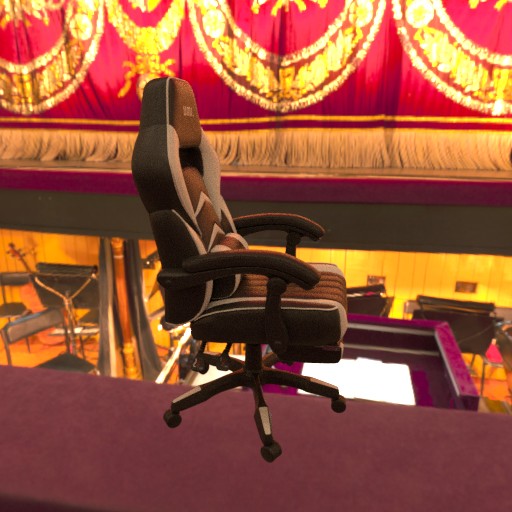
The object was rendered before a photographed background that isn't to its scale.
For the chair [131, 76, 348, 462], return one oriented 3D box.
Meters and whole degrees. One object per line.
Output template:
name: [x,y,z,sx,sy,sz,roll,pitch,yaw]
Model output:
chair: [0.000,0.000,1.596,0.700,1.200,0.676,3,16,9]
